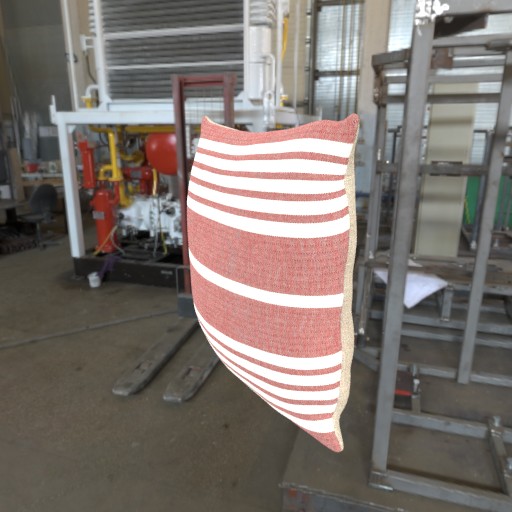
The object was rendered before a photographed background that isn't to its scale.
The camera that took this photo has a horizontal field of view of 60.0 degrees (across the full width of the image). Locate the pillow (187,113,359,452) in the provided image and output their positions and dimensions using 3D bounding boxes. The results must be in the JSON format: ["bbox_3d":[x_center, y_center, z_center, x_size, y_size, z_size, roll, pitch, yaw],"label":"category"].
[{"bbox_3d":[0.000,0.000,0.693,0.182,0.427,0.439,-8,18,-27],"label":"pillow"}]
